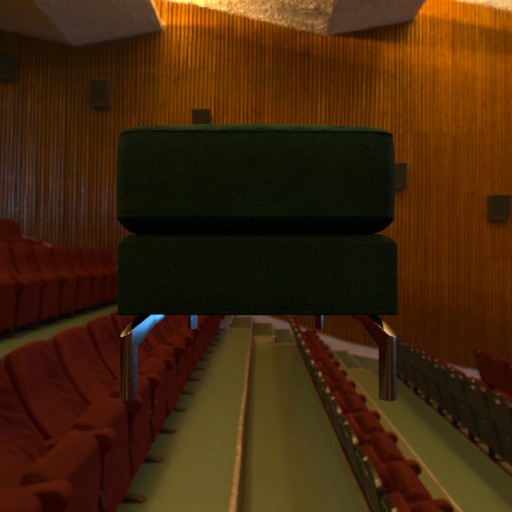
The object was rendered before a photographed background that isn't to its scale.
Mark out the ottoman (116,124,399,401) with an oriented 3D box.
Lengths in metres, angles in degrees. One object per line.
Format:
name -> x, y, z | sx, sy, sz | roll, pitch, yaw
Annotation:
ottoman -> 0.000, 0.000, 1.240 | 0.536, 0.533, 0.886 | 0, -1, 0
